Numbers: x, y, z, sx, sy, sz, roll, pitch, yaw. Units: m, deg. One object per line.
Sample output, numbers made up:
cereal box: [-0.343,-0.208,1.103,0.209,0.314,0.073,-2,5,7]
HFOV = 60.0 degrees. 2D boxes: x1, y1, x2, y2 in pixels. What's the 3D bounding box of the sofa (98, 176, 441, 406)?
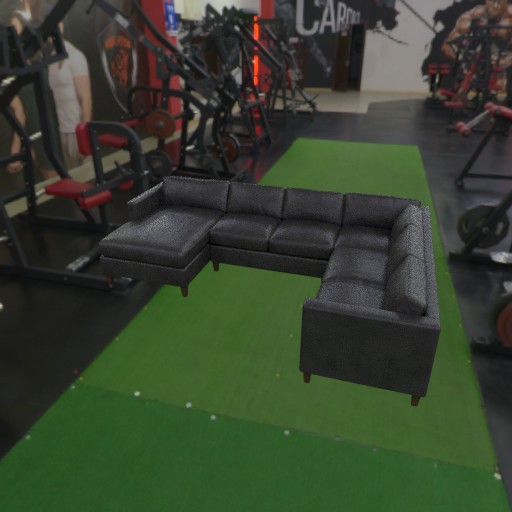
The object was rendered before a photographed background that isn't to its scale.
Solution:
sofa: [0.000,0.000,4.524,3.324,0.891,2.452,8,28,16]
